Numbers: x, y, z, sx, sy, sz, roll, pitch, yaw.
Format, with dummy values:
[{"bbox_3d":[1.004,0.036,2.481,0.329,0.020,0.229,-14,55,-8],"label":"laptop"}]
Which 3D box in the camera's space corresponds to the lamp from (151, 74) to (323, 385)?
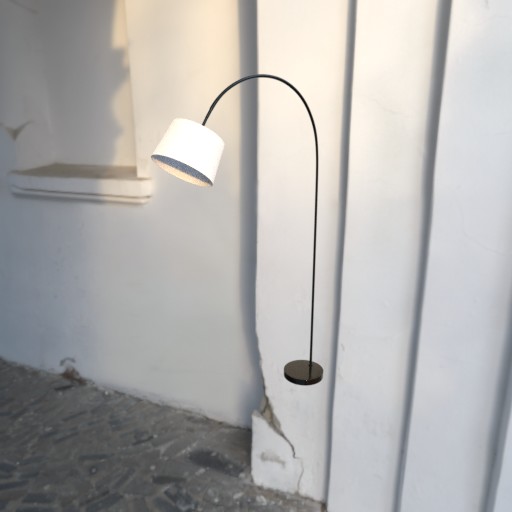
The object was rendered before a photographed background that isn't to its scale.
[{"bbox_3d":[0.000,0.000,2.736,0.331,2.104,1.363,14,21,41],"label":"lamp"}]
